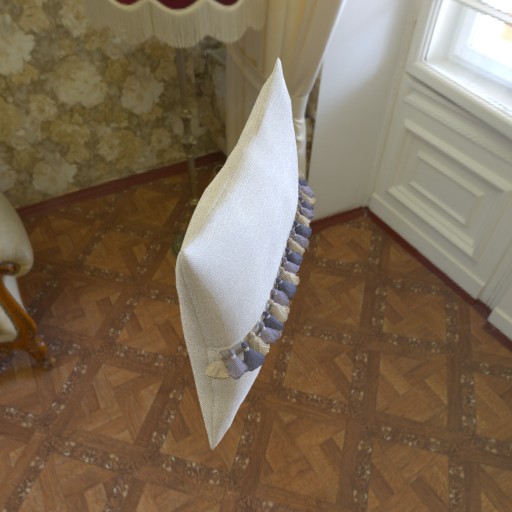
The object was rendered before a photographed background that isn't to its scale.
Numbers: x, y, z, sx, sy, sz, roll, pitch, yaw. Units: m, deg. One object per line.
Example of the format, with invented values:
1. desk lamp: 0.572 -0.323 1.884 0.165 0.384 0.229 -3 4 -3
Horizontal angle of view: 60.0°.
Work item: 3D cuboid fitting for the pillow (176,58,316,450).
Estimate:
1. pillow: 0.000 0.000 0.747 0.165 0.481 0.489 10 47 10
